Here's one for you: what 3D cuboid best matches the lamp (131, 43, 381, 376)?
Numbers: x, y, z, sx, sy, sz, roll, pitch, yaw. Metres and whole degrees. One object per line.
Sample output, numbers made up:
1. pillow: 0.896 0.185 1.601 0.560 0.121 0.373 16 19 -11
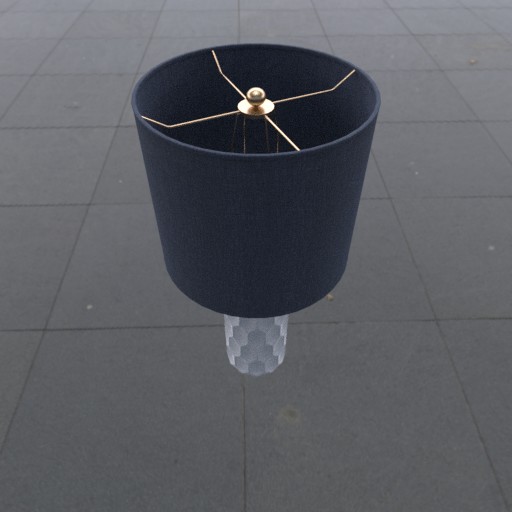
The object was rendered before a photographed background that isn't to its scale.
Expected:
1. lamp: 0.000 0.000 0.690 0.277 0.537 0.277 9 46 9
